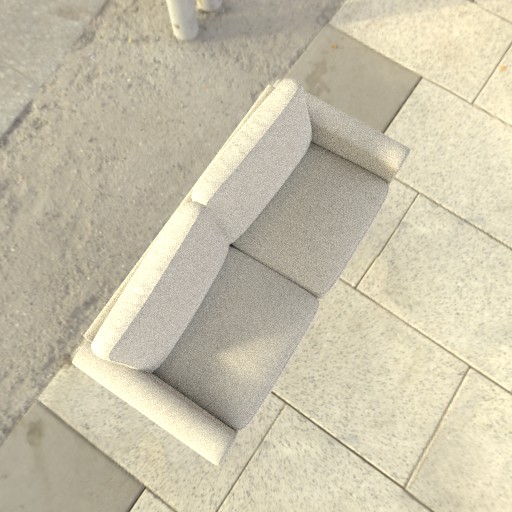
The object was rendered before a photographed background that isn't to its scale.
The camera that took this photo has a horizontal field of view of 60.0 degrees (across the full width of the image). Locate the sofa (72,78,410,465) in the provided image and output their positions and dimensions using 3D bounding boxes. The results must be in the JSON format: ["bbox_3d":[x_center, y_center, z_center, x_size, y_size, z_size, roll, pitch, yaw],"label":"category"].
[{"bbox_3d":[0.000,0.000,2.716,1.016,0.873,2.179,32,77,8],"label":"sofa"}]
